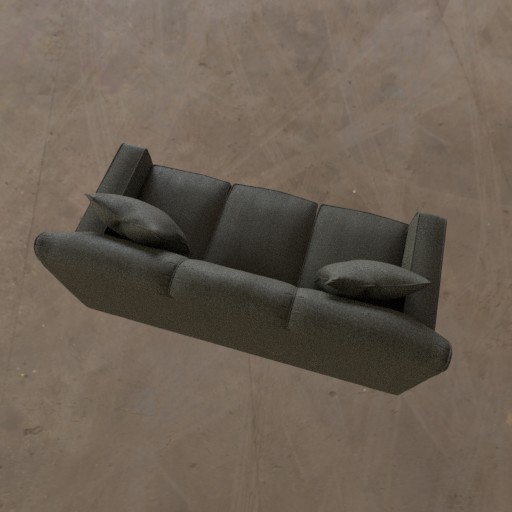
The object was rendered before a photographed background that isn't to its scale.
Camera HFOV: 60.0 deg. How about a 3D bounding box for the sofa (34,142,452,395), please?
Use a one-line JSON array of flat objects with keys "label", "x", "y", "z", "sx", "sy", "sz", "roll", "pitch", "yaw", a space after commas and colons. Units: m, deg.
[{"label": "sofa", "x": 0.000, "y": 0.000, "z": 2.598, "sx": 2.024, "sy": 0.958, "sz": 0.997, "roll": 14, "pitch": 65, "yaw": 7}]
